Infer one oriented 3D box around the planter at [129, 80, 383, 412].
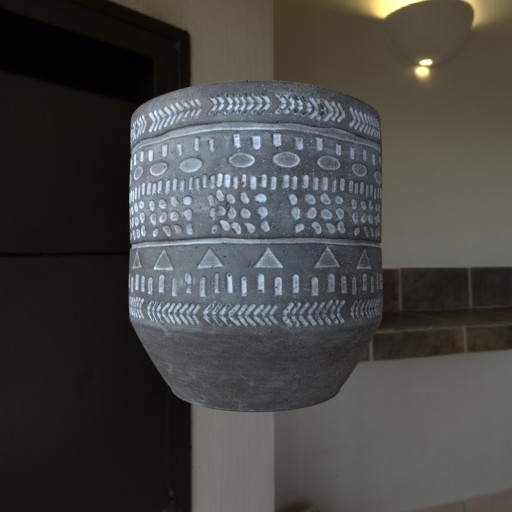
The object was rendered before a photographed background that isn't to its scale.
[{"bbox_3d":[0.000,0.000,0.258,0.142,0.149,0.142,0,-1,0],"label":"planter"}]
